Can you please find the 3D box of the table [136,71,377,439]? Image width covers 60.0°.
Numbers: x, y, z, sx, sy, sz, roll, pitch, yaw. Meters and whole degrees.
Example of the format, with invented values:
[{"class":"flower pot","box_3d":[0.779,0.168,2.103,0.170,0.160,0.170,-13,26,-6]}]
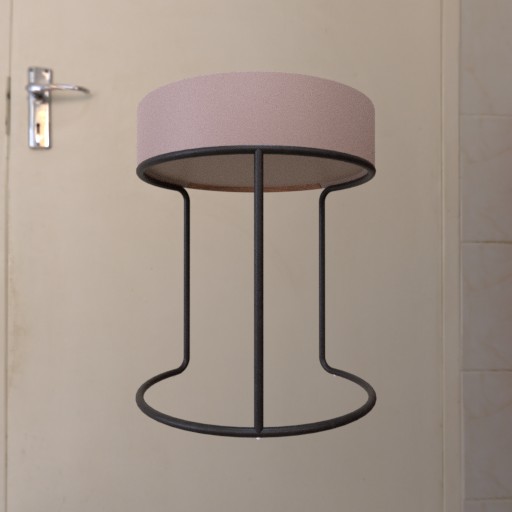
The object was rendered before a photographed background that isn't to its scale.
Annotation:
[{"class":"table","box_3d":[0.000,0.000,0.859,0.450,0.530,0.450,0,0,0]}]
